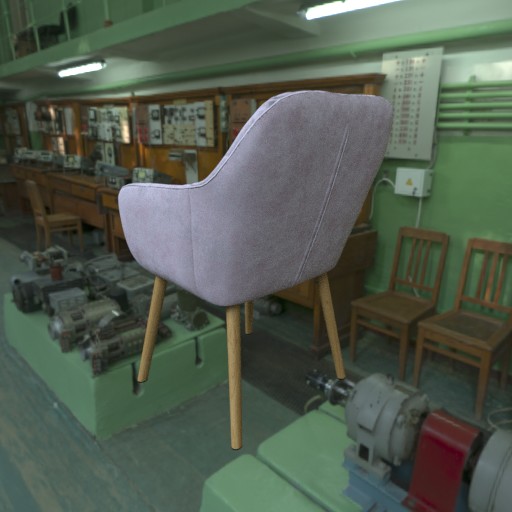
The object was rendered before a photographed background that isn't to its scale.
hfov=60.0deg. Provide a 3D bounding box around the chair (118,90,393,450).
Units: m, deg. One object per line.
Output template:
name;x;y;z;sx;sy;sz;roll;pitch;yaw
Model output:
chair;0.000;0.000;1.240;0.610;0.832;0.570;-16;23;-43
